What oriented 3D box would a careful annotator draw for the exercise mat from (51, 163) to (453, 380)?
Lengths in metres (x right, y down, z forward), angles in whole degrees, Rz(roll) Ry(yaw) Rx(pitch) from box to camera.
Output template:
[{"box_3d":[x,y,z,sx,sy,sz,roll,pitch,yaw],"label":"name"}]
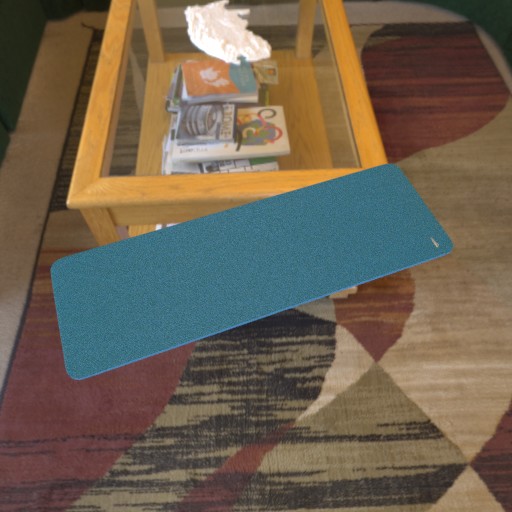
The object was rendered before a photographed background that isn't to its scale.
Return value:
[{"box_3d":[0.000,0.000,2.127,1.869,0.021,0.616,-17,60,-11],"label":"exercise mat"}]
